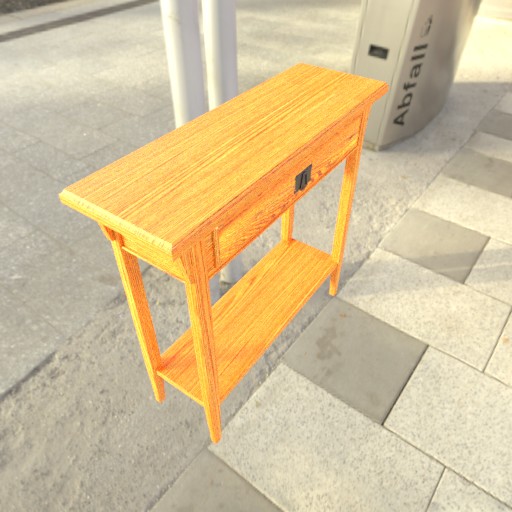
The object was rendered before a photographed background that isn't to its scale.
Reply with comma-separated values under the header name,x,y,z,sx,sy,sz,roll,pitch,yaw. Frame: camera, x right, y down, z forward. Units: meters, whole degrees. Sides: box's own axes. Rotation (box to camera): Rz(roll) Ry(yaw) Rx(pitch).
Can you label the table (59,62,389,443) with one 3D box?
name,x,y,z,sx,sy,sz,roll,pitch,yaw
table,0.000,0.000,1.137,0.254,0.711,0.762,25,48,26
